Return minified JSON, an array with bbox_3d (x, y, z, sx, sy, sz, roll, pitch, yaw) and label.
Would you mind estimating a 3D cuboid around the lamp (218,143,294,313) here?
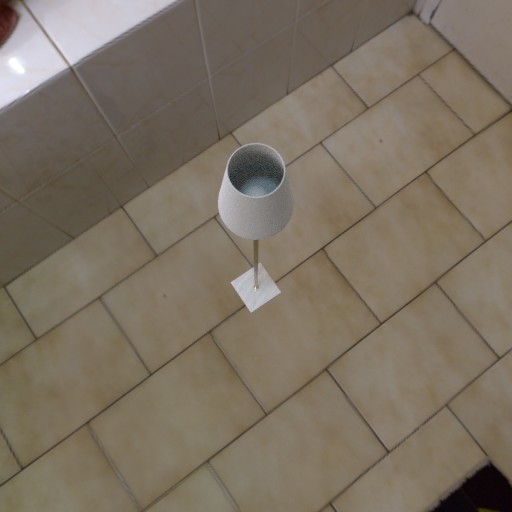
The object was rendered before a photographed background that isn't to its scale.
[{"bbox_3d":[0.000,0.000,1.935,0.229,1.813,0.232,-33,79,-7],"label":"lamp"}]
